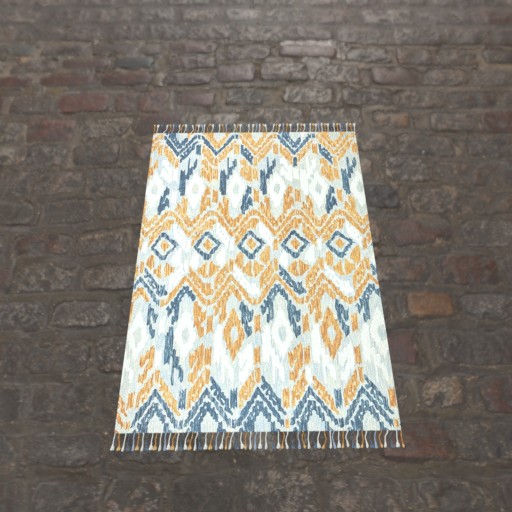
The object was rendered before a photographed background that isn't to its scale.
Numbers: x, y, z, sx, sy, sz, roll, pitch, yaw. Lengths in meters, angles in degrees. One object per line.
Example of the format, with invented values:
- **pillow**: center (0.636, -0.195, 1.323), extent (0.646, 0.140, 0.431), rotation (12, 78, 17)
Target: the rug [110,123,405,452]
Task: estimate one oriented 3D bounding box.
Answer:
- **rug**: center (0.000, 0.000, 2.269), extent (1.230, 0.008, 1.827), rotation (-1, 62, 0)
